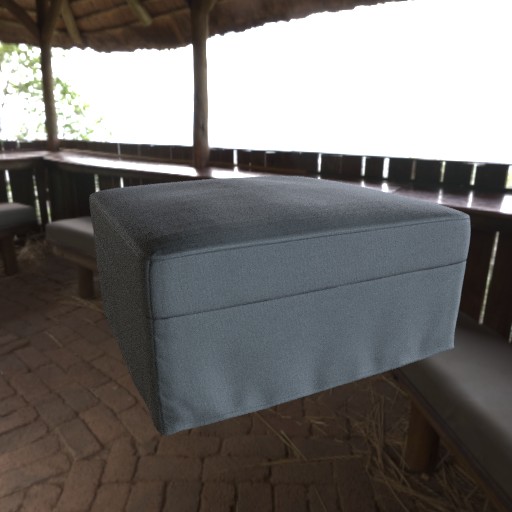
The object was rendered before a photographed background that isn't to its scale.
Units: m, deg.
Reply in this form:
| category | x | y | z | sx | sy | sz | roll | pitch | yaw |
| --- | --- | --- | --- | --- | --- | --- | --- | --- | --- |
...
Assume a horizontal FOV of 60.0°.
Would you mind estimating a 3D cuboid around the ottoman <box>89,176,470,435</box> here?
| category | x | y | z | sx | sy | sz | roll | pitch | yaw |
| --- | --- | --- | --- | --- | --- | --- | --- | --- | --- |
| ottoman | 0.000 | 0.000 | 1.331 | 0.843 | 0.441 | 0.842 | -8 | 19 | -25 |
